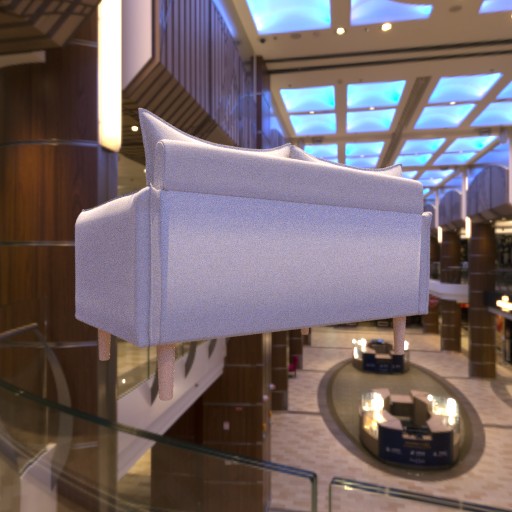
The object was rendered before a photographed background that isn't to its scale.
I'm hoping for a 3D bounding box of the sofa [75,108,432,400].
[{"bbox_3d":[0.000,0.000,1.850,1.300,0.840,0.820,0,0,-35],"label":"sofa"}]
